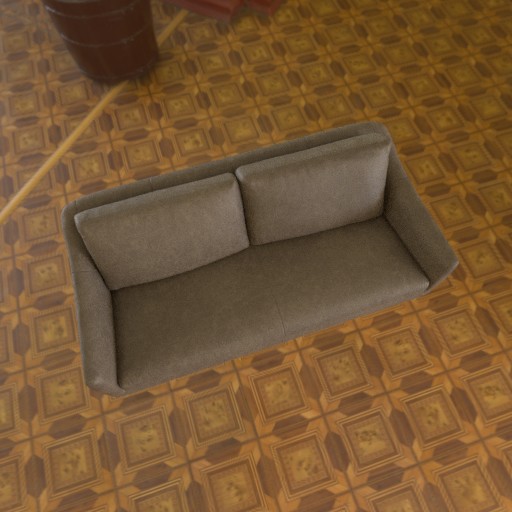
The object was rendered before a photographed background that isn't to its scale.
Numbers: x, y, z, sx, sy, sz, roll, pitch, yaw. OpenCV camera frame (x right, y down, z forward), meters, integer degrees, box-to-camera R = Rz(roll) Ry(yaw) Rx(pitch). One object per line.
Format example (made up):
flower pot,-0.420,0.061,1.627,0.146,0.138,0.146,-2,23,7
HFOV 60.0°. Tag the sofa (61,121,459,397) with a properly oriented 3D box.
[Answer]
sofa,0.000,0.000,2.569,2.036,0.902,0.960,-17,64,-8
